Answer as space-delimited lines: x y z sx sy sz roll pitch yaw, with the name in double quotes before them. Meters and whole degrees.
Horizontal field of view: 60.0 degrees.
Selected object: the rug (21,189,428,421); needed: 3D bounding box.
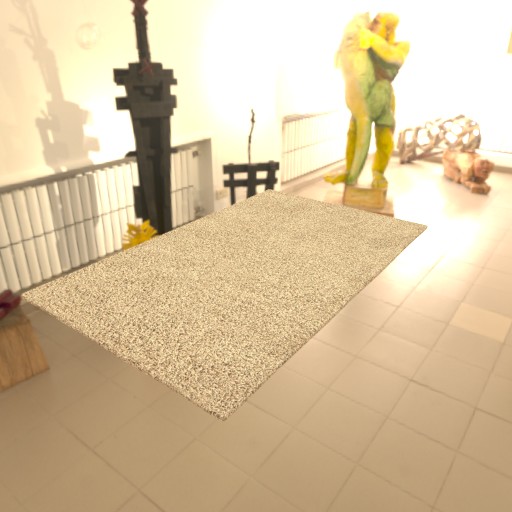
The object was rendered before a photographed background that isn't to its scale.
"rug" 0.000 0.000 2.983 1.524 0.030 2.438 18 32 33
